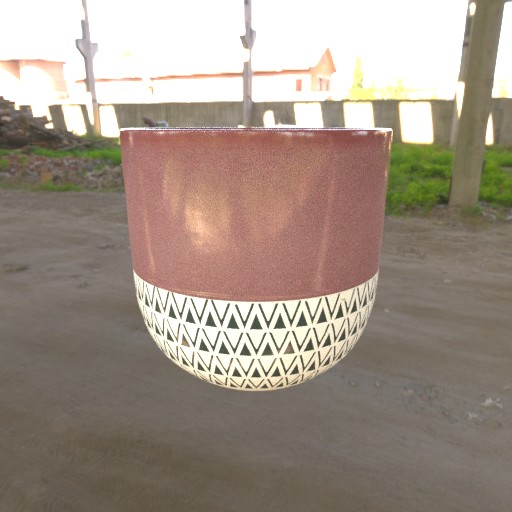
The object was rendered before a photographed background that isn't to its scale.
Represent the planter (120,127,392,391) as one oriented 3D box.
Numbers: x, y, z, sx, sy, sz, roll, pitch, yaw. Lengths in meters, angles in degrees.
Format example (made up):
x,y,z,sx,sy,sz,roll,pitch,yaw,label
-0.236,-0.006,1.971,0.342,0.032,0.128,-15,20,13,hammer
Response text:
x,y,z,sx,sy,sz,roll,pitch,yaw,label
0.000,0.000,0.487,0.266,0.270,0.266,0,17,0,planter
